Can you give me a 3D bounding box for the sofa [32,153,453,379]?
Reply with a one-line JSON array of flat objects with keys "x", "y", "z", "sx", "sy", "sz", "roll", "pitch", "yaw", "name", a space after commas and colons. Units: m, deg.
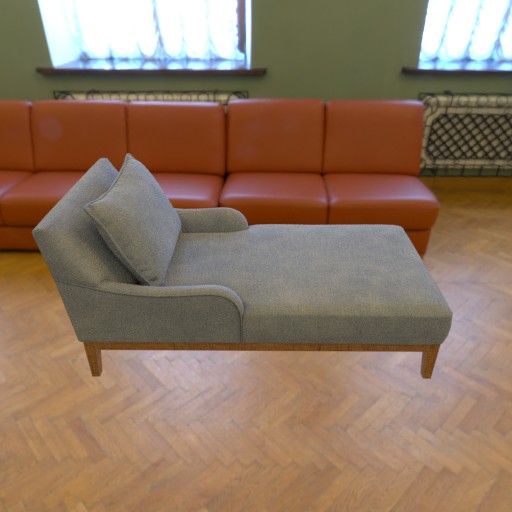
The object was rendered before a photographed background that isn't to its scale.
[{"x": 0.000, "y": 0.000, "z": 2.316, "sx": 1.779, "sy": 0.883, "sz": 0.904, "roll": 0, "pitch": 31, "yaw": 0, "name": "sofa"}]
